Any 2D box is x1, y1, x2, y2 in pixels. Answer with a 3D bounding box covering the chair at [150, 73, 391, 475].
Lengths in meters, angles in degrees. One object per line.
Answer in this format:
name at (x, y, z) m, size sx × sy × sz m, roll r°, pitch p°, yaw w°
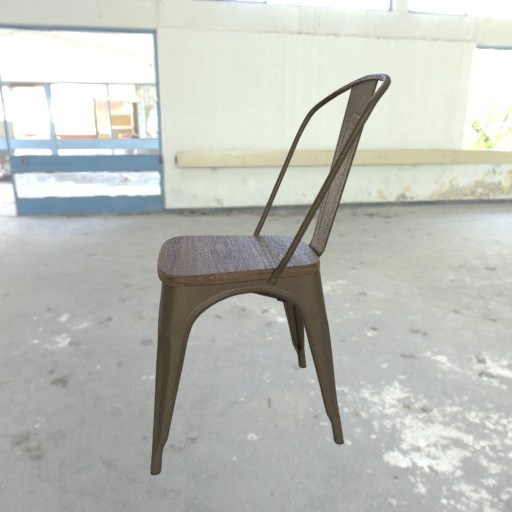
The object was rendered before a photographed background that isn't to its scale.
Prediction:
chair at (0.000, 0.000, 1.099) m, size 0.532 × 0.844 × 0.451 m, roll -2°, pitch 16°, yaw -8°
